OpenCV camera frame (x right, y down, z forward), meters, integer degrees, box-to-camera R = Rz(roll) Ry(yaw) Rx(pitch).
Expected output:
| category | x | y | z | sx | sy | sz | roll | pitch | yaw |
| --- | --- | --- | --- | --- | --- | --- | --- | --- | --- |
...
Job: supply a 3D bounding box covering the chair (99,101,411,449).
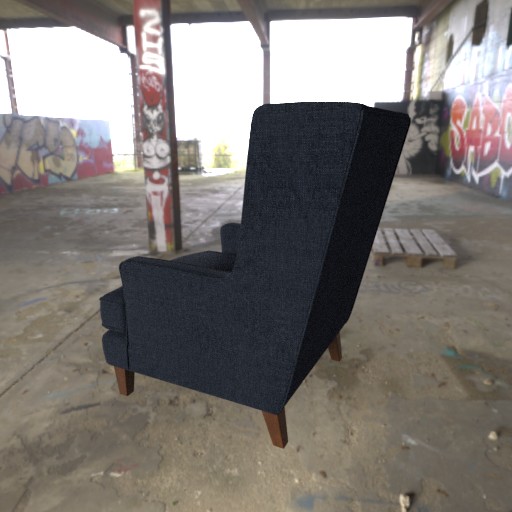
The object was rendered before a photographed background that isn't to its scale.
| category | x | y | z | sx | sy | sz | roll | pitch | yaw |
| --- | --- | --- | --- | --- | --- | --- | --- | --- | --- |
| chair | 0.000 | 0.000 | 1.707 | 0.947 | 1.072 | 0.764 | 8 | 17 | 26 |
